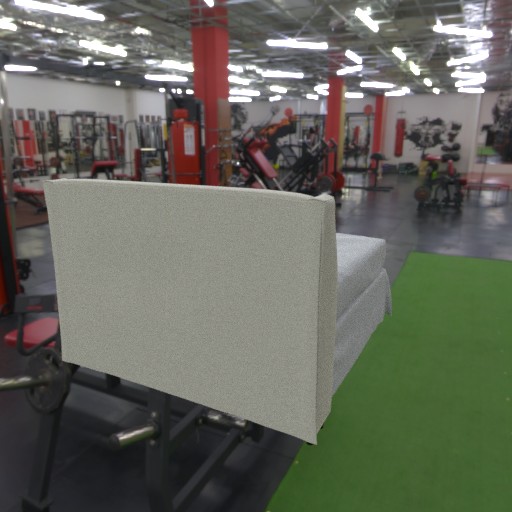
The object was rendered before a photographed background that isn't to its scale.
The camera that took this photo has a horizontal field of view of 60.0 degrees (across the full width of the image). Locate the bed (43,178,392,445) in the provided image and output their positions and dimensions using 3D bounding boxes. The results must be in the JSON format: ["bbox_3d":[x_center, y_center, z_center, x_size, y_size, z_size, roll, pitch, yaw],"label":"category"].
[{"bbox_3d":[0.000,0.000,3.515,1.925,1.332,2.276,8,17,27],"label":"bed"}]
